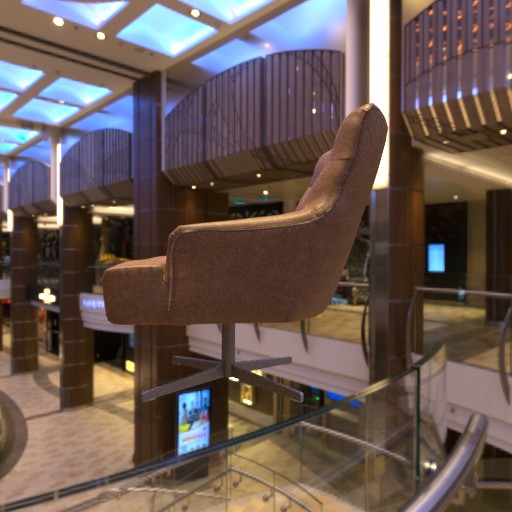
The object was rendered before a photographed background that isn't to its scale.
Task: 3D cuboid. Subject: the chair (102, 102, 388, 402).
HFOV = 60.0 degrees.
[{"bbox_3d":[0.000,0.000,1.553,0.874,0.869,0.729,0,0,1],"label":"chair"}]
